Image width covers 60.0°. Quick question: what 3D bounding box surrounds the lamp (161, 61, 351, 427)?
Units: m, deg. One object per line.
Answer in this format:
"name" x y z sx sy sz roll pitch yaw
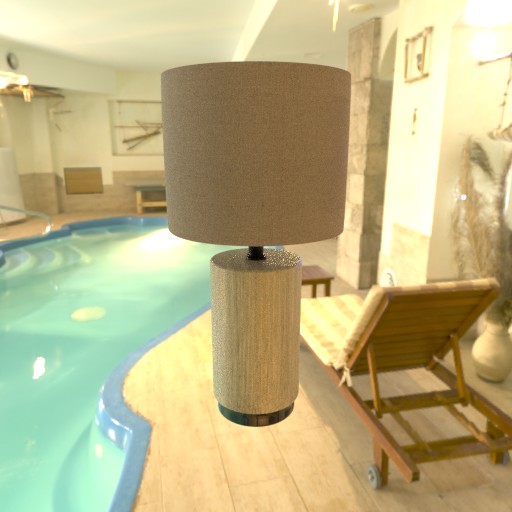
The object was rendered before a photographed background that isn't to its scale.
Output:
"lamp" 0.000 0.000 0.591 0.228 0.444 0.228 -2 14 -8
